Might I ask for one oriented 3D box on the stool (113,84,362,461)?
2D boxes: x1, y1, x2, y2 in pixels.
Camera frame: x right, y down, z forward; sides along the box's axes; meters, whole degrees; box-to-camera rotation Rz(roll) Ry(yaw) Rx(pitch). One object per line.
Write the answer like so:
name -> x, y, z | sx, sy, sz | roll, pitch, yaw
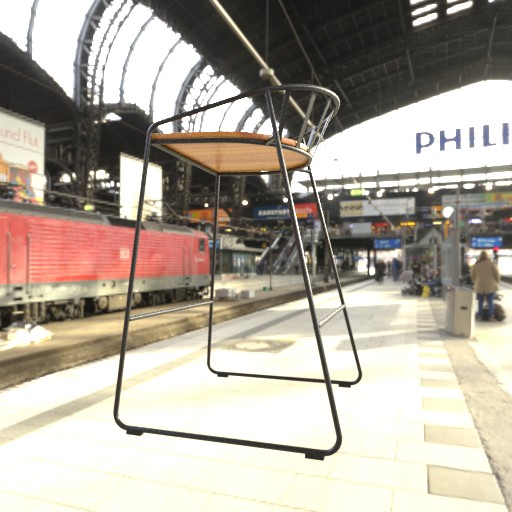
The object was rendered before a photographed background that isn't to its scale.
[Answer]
stool -> 0.000, 0.000, 1.200 | 0.521, 0.812, 0.546 | 0, -1, 18
